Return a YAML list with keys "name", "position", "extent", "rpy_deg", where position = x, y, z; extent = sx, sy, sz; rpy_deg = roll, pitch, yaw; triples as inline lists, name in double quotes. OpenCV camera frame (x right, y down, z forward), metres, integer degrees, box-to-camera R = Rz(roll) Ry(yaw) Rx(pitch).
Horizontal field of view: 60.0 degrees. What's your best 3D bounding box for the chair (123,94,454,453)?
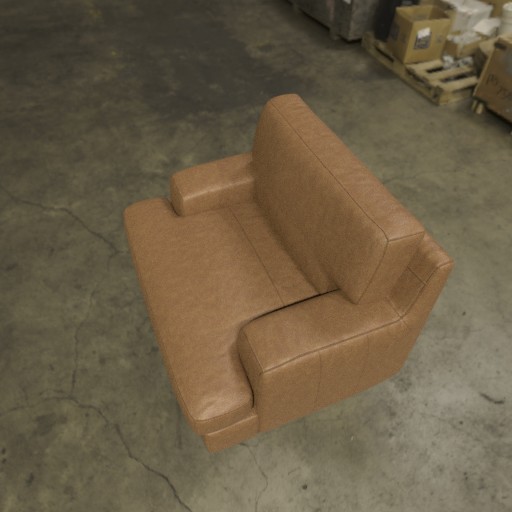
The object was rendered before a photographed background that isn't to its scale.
- name: "chair"
  position: [0.000, 0.000, 2.011]
  extent: [1.050, 0.978, 1.276]
  rpy_deg: [-17, 50, -15]
